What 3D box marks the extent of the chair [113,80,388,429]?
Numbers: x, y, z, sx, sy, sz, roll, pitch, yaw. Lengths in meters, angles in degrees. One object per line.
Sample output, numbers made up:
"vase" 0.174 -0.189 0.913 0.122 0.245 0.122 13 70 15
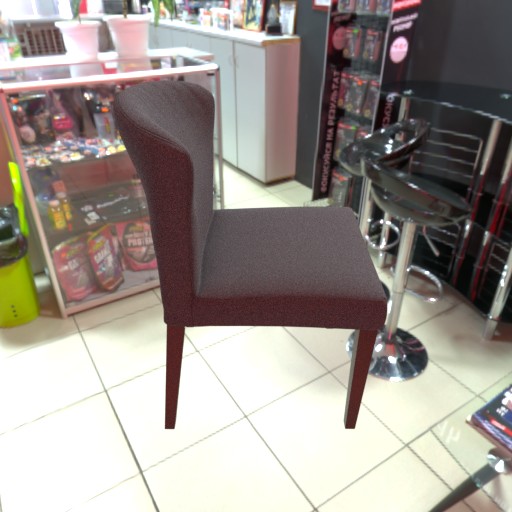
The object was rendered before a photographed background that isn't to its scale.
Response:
"chair" 0.000 0.000 1.167 0.592 0.839 0.491 0 32 0
